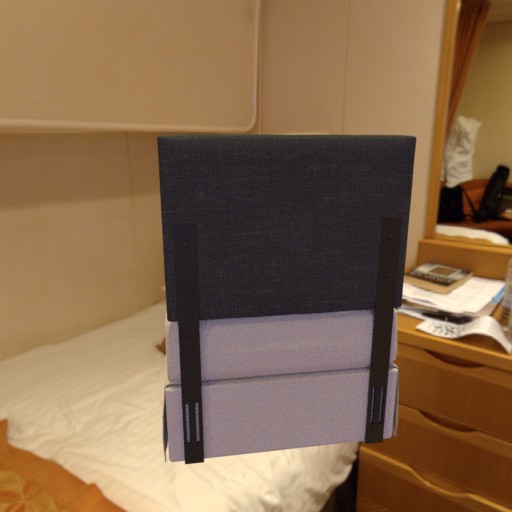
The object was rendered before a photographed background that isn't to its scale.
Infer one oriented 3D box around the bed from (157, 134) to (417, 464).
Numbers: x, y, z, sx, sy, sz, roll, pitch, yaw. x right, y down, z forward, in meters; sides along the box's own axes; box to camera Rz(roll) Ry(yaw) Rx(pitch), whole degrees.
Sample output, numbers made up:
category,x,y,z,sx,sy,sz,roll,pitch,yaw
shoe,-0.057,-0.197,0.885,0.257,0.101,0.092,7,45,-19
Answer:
category,x,y,z,sx,sy,sz,roll,pitch,yaw
bed,0.000,0.000,3.006,1.261,1.571,1.997,-2,15,-9
